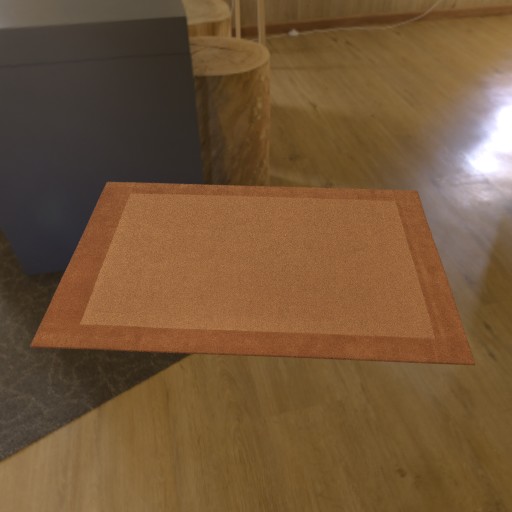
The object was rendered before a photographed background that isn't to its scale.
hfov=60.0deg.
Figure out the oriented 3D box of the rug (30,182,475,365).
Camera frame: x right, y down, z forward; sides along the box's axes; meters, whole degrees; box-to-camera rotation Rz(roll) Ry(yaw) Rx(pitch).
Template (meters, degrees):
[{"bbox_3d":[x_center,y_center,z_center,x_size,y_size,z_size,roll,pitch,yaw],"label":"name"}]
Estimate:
[{"bbox_3d":[0.000,0.000,2.950,2.438,0.014,1.524,2,46,2],"label":"rug"}]
